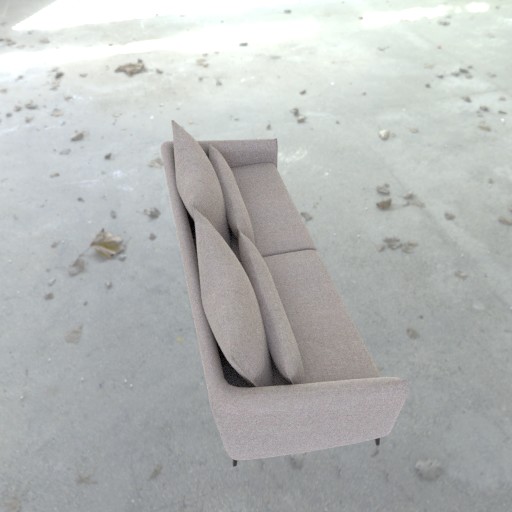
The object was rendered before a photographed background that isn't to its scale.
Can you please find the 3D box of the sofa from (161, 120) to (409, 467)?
[{"bbox_3d":[0.000,0.000,2.457,0.809,0.833,2.022,-10,47,-10],"label":"sofa"}]
